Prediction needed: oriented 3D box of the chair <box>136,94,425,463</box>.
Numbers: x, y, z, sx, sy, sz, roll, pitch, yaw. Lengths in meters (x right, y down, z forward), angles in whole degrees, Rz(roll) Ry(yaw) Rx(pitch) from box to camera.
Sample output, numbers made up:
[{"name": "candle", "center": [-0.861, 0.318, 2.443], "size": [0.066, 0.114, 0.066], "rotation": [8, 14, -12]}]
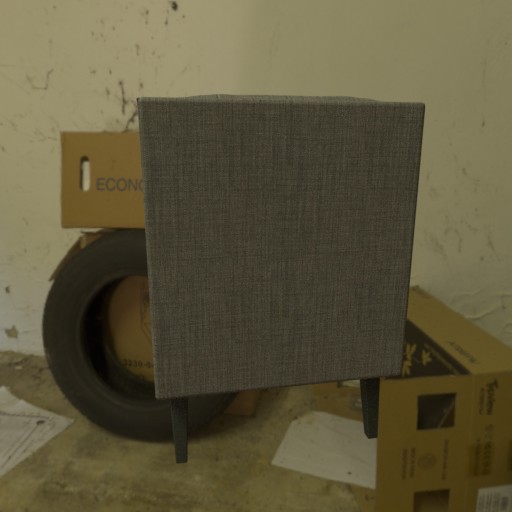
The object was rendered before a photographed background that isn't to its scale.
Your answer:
[{"name": "chair", "center": [0.000, 0.000, 1.400], "size": [0.655, 0.891, 0.771], "rotation": [-3, 14, -10]}]
